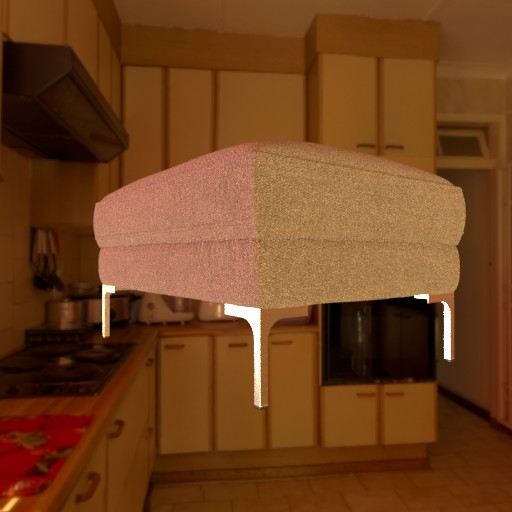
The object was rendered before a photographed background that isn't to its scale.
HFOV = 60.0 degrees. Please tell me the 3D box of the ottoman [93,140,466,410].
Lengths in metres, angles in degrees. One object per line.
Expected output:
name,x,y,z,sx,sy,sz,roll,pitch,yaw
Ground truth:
ottoman,0.000,0.000,1.121,0.583,0.464,0.785,0,0,-36
